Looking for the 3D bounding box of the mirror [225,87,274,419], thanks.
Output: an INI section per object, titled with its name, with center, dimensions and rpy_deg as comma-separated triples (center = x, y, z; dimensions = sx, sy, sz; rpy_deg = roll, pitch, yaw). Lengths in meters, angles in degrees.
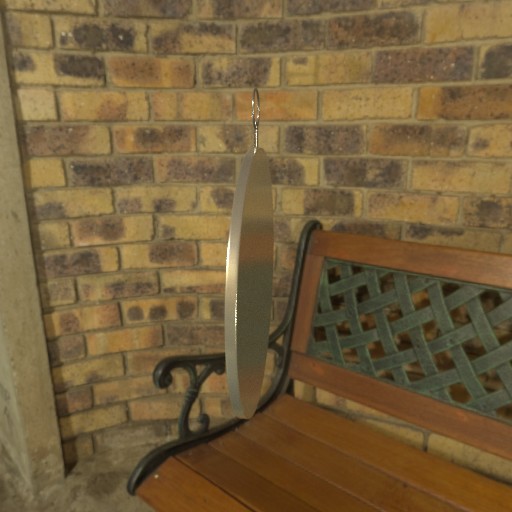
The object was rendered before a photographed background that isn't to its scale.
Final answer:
[mirror]
center = 0.000, 0.000, 0.999
dimensions = 0.020, 0.713, 0.594
rpy_deg = 2, 15, 8
